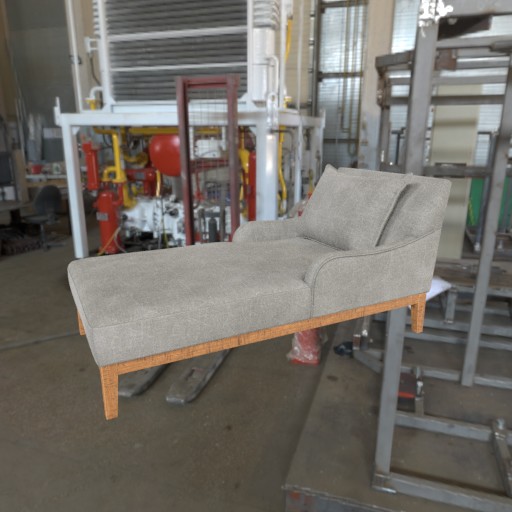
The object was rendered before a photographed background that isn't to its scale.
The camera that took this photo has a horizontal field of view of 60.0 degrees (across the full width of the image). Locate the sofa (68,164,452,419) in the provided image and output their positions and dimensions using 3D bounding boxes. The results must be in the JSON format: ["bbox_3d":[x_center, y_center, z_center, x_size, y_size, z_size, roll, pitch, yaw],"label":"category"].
[{"bbox_3d":[0.000,0.000,2.319,1.779,0.859,0.894,-8,18,-26],"label":"sofa"}]
